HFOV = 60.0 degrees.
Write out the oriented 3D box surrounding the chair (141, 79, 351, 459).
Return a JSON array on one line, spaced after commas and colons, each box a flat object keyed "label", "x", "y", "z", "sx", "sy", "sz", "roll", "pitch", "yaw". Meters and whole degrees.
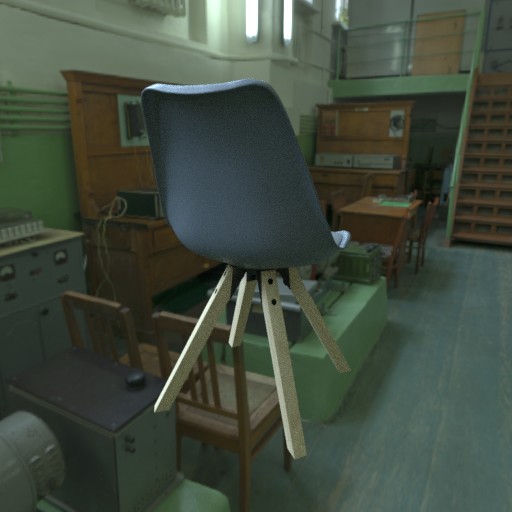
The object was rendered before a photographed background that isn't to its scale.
[{"label": "chair", "x": 0.000, "y": 0.000, "z": 1.213, "sx": 0.485, "sy": 0.850, "sz": 0.550, "roll": 8, "pitch": 18, "yaw": 25}]
